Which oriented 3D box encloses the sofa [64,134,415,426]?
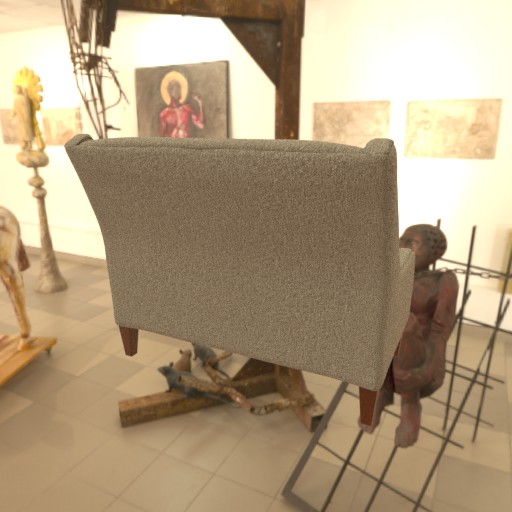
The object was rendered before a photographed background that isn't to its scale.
[{"bbox_3d":[0.000,0.000,1.923,1.242,1.026,0.862,8,19,25],"label":"sofa"}]
